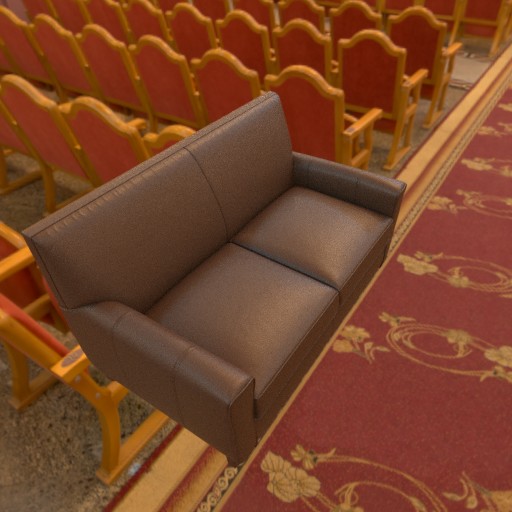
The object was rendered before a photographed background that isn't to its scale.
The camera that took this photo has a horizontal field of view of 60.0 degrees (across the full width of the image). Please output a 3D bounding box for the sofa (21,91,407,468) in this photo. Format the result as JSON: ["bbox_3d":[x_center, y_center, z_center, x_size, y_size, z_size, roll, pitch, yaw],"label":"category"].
[{"bbox_3d":[0.000,0.000,1.981,0.853,0.859,1.468,24,46,25],"label":"sofa"}]
